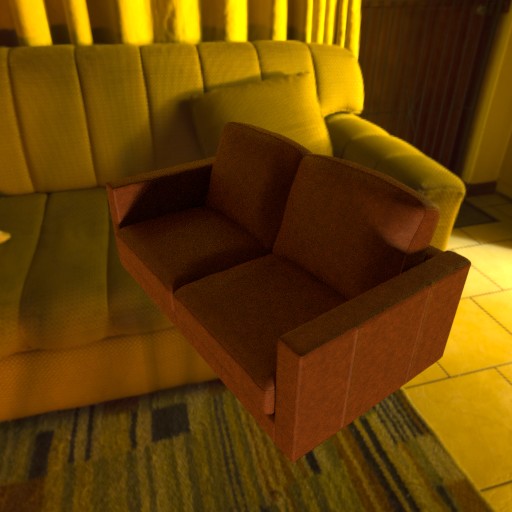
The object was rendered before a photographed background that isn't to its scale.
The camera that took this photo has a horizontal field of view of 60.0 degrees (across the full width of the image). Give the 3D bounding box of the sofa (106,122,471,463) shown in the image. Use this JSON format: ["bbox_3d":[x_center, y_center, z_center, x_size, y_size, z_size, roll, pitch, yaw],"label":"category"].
[{"bbox_3d":[0.000,0.000,2.123,0.909,0.951,1.578,-21,38,-30],"label":"sofa"}]
